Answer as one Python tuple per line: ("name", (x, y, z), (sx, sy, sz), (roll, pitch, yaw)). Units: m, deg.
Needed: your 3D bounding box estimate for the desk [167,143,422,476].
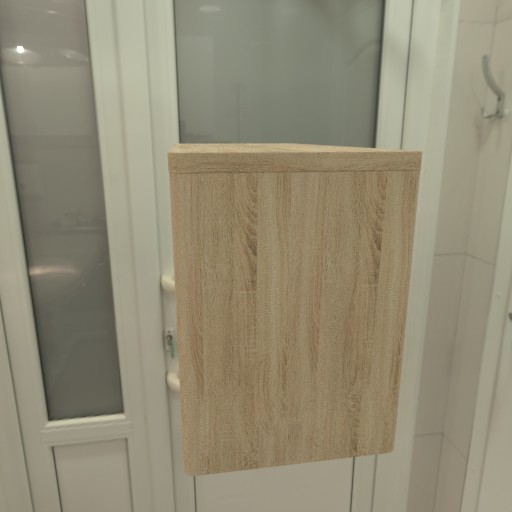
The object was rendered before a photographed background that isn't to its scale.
("desk", (0.000, 0.000, 1.580), (0.550, 0.760, 1.200), (-2, 15, -9))
